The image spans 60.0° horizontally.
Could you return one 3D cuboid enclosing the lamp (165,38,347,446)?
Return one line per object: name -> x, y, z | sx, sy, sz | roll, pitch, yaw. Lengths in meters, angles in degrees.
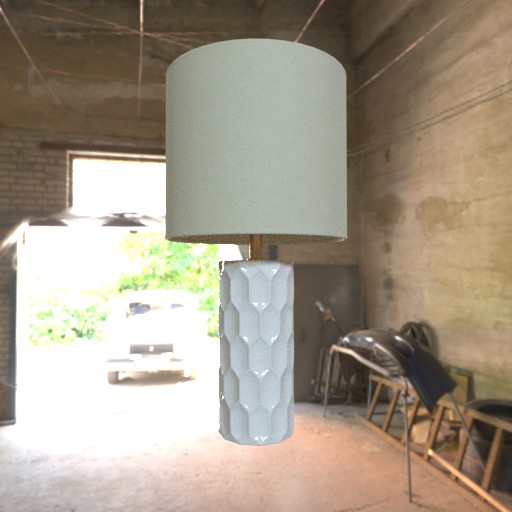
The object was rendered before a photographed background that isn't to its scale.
lamp -> 0.000, 0.000, 0.685 | 0.277, 0.537, 0.277 | -1, -2, 39
